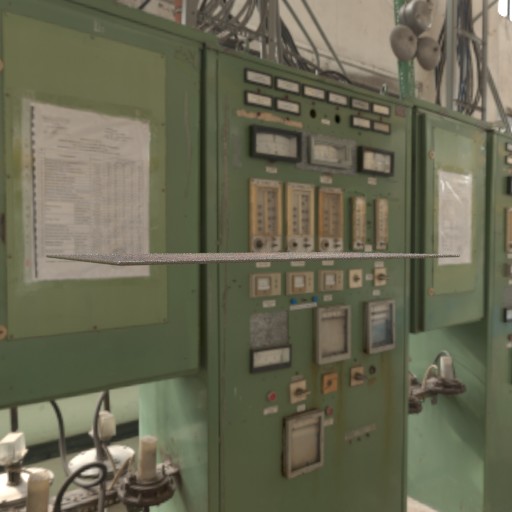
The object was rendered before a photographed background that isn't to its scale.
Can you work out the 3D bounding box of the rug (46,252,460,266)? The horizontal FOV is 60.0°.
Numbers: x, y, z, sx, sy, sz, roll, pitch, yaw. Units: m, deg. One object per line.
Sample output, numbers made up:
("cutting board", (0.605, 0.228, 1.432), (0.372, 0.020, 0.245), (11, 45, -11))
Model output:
("rug", (0.000, 0.000, 2.224), (1.748, 0.014, 1.144), (-1, 2, -35))
